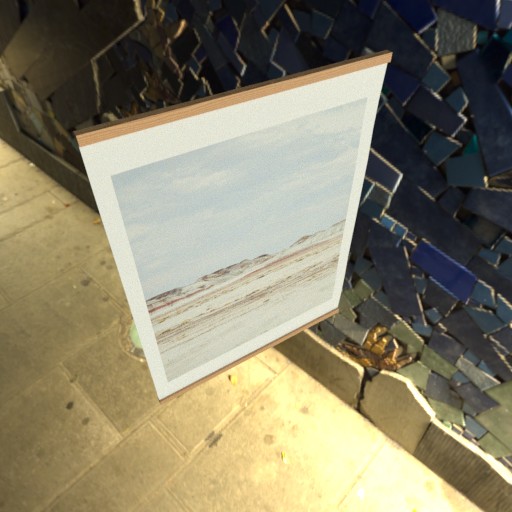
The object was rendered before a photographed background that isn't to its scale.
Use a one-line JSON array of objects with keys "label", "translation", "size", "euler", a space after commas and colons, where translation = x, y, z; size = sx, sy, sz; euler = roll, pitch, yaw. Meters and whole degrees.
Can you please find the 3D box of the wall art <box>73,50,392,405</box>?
[{"label": "wall art", "translation": [0.000, 0.000, 0.775], "size": [0.458, 0.605, 0.011], "euler": [-23, 49, -22]}]
